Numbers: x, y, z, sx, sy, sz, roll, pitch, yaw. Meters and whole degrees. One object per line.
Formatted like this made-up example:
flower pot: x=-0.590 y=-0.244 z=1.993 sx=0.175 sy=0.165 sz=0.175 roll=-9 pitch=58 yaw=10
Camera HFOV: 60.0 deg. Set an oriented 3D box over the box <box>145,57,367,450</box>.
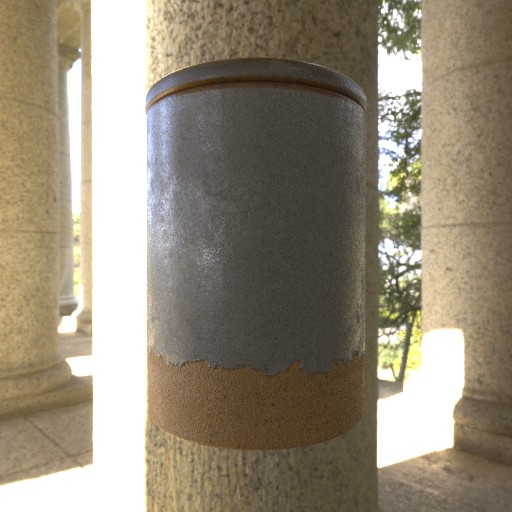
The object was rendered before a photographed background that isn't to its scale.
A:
box: x=0.000 y=0.000 z=0.242 sx=0.118 sy=0.168 sz=0.118 roll=0 pitch=0 yaw=0
